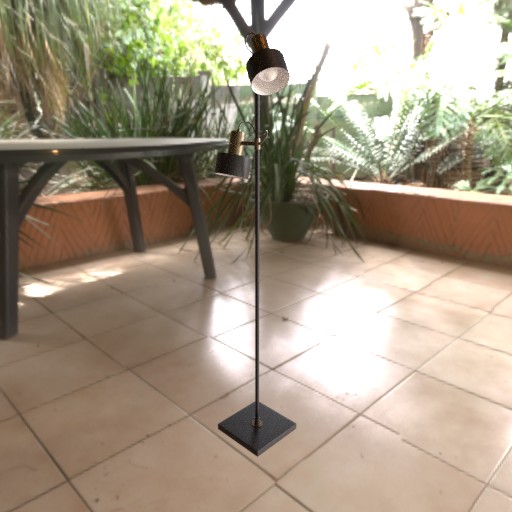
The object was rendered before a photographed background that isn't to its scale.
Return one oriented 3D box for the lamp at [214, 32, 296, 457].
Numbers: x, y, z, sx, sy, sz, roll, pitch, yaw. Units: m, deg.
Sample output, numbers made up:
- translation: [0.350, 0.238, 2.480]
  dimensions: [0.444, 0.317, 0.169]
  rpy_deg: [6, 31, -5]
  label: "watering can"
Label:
- translation: [0.000, 0.000, 1.641]
  dimensions: [0.315, 1.505, 0.233]
  rpy_deg: [16, 23, 42]
  label: "lamp"
